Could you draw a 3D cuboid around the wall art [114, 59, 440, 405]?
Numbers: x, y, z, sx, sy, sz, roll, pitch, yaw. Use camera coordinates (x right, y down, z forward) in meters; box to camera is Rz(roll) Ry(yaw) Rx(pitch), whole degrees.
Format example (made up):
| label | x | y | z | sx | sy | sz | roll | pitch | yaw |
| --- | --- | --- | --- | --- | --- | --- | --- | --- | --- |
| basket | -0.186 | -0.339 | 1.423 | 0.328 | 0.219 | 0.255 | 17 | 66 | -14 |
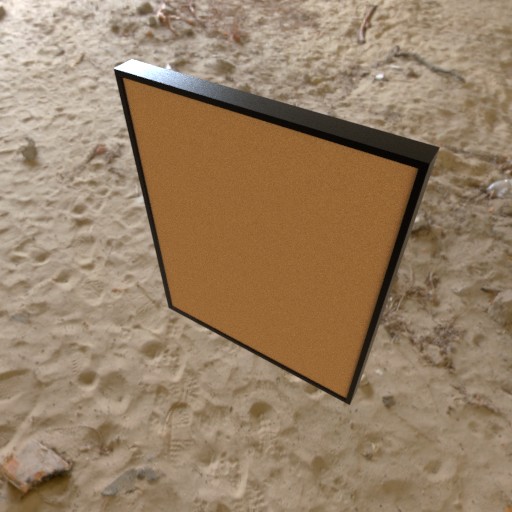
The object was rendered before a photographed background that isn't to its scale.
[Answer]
| label | x | y | z | sx | sy | sz | roll | pitch | yaw |
| --- | --- | --- | --- | --- | --- | --- | --- | --- | --- |
| wall art | 0.000 | 0.000 | 0.755 | 0.451 | 0.553 | 0.039 | 24 | 50 | 21 |
